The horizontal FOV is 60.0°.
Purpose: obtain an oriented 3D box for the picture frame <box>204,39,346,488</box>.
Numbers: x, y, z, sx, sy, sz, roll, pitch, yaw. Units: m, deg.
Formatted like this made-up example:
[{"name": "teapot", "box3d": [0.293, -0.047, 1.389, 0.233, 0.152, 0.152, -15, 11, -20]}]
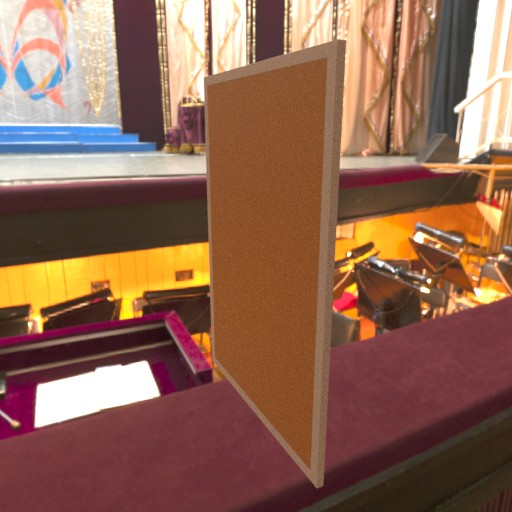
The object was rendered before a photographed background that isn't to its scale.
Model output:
[{"name": "picture frame", "box3d": [0.000, 0.000, 0.819, 0.013, 0.657, 0.457, -8, 18, -26]}]
